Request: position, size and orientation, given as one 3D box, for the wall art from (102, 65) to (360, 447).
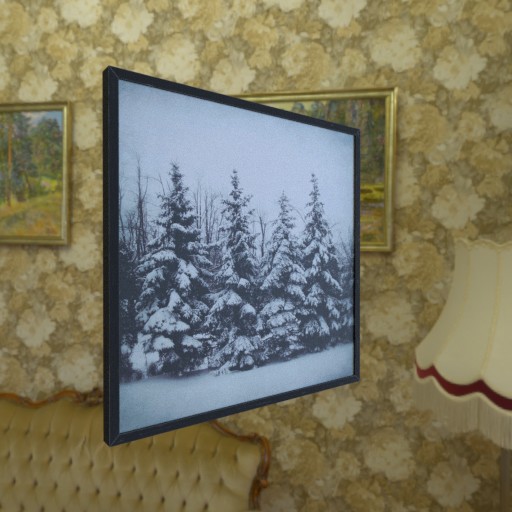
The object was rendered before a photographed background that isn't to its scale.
[{"bbox_3d":[0.000,0.000,1.126,0.761,0.761,0.037,0,1,-37],"label":"wall art"}]
